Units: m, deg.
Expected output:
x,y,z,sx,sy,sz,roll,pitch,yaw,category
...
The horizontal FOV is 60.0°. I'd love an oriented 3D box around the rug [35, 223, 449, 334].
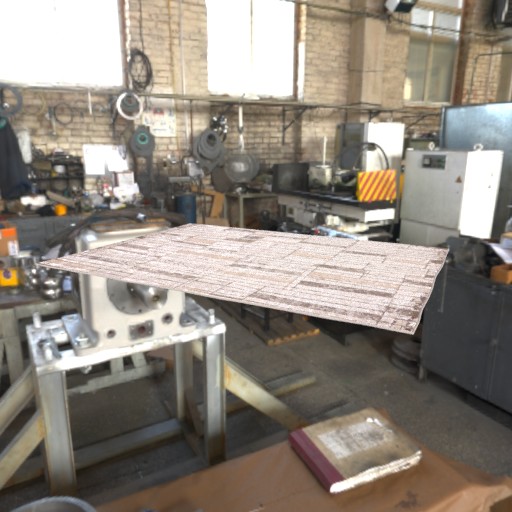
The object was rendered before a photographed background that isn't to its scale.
x,y,z,sx,sy,sz,roll,pitch,yaw,category
0.000,0.000,4.396,3.357,0.019,2.449,7,16,27,rug
